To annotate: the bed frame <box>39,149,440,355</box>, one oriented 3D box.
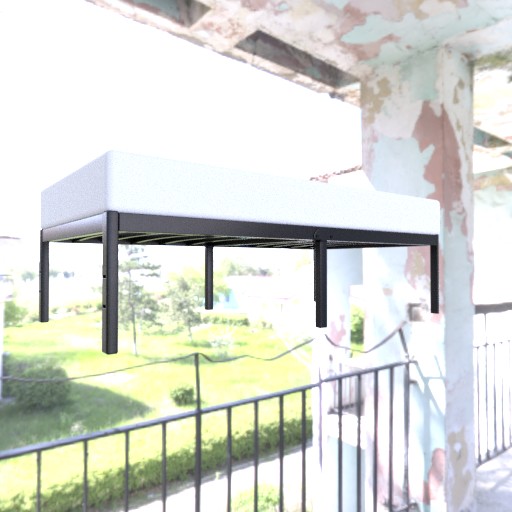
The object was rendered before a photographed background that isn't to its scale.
[{"bbox_3d":[0.000,0.000,2.391,1.950,0.659,1.023,1,-1,-37],"label":"bed frame"}]
